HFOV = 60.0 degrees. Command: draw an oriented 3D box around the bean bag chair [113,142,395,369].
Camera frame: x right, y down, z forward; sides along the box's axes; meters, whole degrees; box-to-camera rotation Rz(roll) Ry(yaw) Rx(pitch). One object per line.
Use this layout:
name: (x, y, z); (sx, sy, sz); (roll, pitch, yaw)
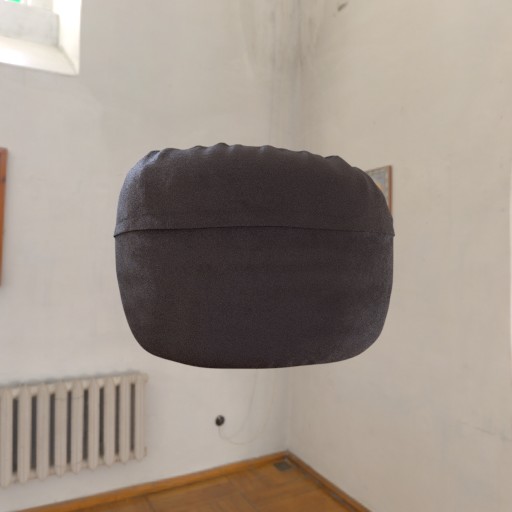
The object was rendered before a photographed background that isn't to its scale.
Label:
bean bag chair: (0.000, 0.000, 2.066); (1.245, 0.821, 1.245); (0, 0, 0)
